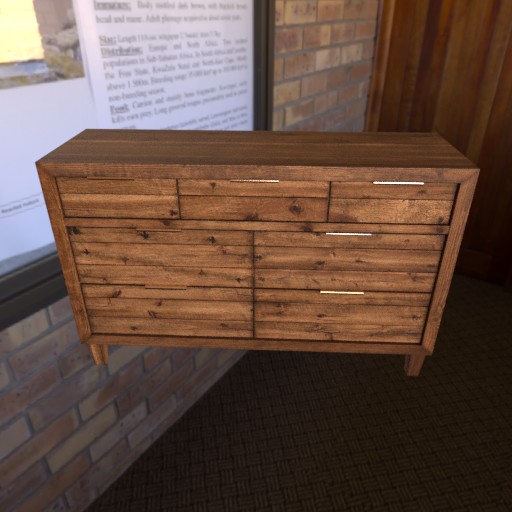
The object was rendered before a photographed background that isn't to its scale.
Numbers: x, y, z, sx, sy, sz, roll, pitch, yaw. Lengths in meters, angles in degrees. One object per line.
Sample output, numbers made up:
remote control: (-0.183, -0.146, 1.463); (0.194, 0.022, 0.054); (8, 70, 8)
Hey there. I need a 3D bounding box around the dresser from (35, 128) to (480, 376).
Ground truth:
dresser: (0.000, 0.000, 1.784); (1.387, 0.892, 0.438); (1, 30, 2)
